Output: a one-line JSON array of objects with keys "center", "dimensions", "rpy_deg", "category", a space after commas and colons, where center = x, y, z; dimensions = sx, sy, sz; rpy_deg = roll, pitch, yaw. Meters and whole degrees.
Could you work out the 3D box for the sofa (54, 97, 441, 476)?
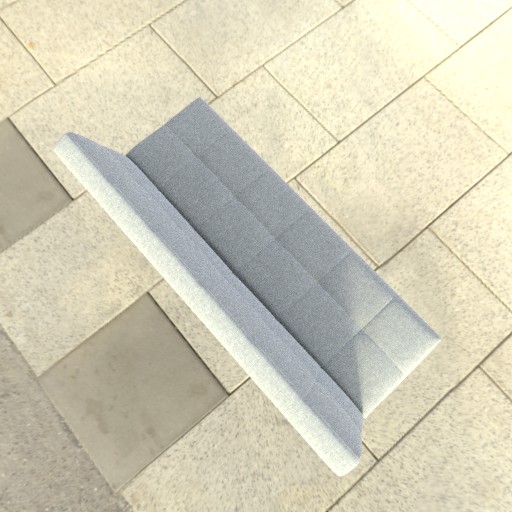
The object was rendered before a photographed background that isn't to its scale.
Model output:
[{"center": [0.000, 0.000, 2.183], "dimensions": [0.800, 0.800, 1.820], "rpy_deg": [-41, 79, -10], "category": "sofa"}]
